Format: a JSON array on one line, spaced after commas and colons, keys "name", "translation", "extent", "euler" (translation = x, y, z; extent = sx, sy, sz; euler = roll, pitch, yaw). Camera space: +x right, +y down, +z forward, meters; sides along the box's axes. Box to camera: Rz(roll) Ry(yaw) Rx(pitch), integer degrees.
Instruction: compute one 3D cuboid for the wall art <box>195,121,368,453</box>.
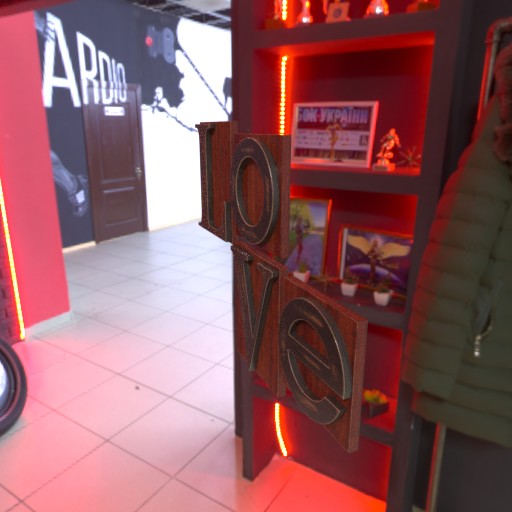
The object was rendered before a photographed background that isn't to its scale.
[{"name": "wall art", "translation": [0.000, 0.000, 0.848], "extent": [0.030, 0.497, 0.635], "euler": [-7, 18, -24]}]
